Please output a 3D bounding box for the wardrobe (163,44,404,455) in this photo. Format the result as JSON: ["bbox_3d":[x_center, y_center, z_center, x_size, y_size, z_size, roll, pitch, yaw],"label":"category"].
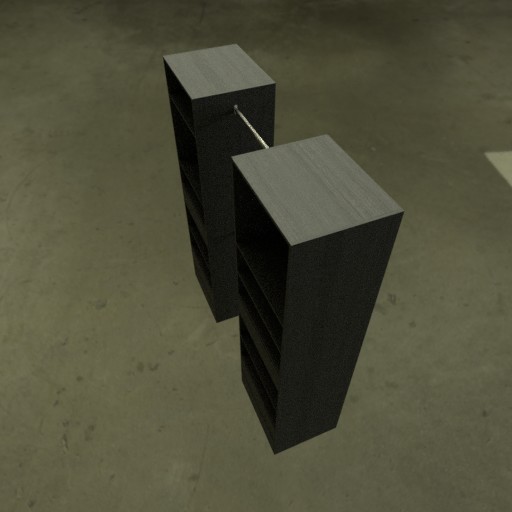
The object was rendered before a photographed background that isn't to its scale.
[{"bbox_3d":[0.000,0.000,2.909,0.480,2.000,1.770,-17,49,-16],"label":"wardrobe"}]
